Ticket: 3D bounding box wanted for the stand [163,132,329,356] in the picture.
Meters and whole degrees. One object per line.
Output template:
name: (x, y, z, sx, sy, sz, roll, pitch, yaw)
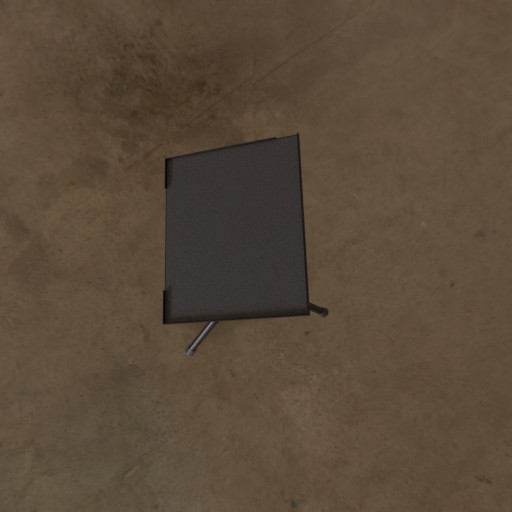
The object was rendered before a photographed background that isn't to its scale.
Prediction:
stand: (0.000, 0.000, 1.655, 0.702, 1.198, 0.702, -2, 77, 0)
